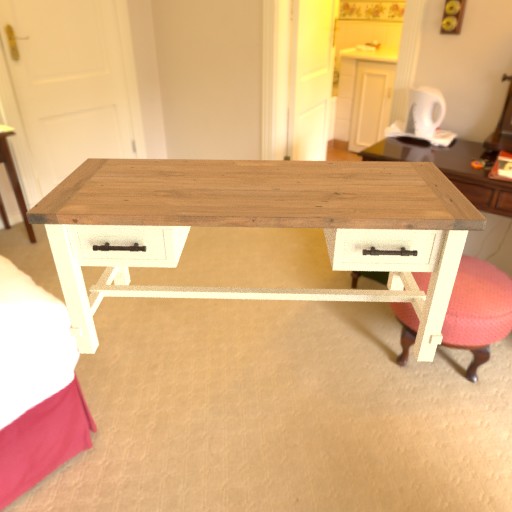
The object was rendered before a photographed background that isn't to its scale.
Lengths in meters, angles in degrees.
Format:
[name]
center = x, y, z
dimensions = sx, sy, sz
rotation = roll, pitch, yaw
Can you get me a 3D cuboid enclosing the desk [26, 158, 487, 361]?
[desk]
center = 0.000, 0.000, 2.222
dimensions = 1.803, 0.762, 0.688
rotation = 1, 30, 2
